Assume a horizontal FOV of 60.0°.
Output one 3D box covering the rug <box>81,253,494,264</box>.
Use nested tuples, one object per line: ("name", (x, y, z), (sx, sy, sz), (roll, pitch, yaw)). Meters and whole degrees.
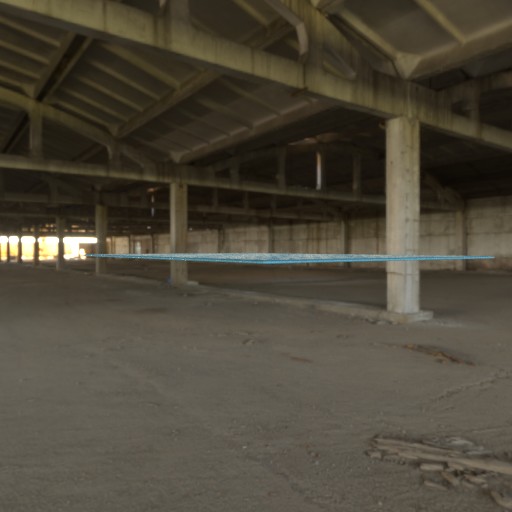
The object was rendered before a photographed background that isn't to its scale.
("rug", (0.000, 0.000, 2.808), (1.554, 0.012, 2.205), (-1, 1, -36))
